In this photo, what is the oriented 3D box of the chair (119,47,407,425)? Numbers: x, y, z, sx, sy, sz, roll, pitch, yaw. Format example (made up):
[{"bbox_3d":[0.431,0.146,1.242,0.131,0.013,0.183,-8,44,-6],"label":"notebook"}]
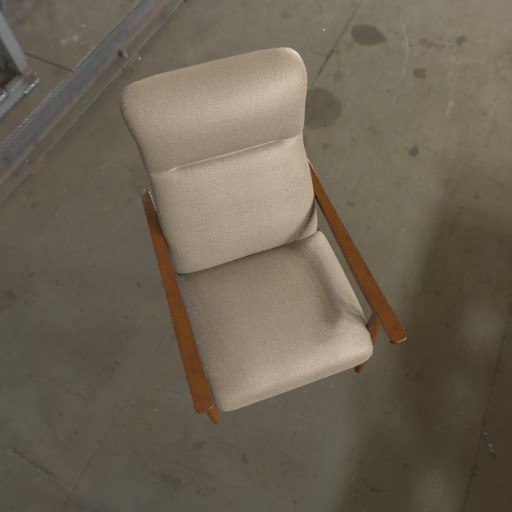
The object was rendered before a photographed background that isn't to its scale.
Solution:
[{"bbox_3d":[0.000,0.000,1.770,0.762,1.082,1.032,-17,65,-8],"label":"chair"}]
